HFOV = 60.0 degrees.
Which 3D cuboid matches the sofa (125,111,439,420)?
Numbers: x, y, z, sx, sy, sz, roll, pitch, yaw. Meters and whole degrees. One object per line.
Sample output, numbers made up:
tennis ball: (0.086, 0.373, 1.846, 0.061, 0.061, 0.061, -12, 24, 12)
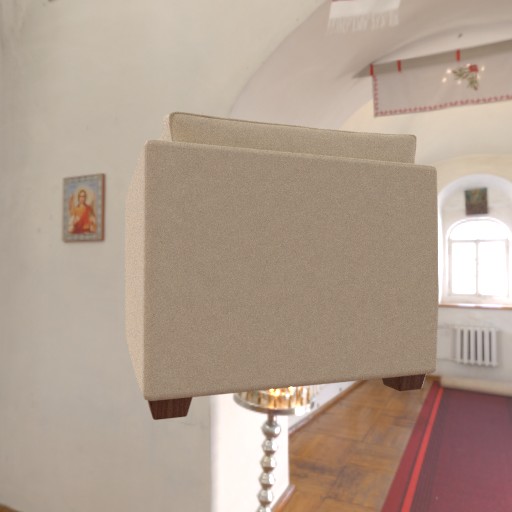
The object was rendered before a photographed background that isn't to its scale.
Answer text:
sofa: (0.000, 0.000, 1.987, 1.084, 1.002, 1.146, 1, -2, -19)
